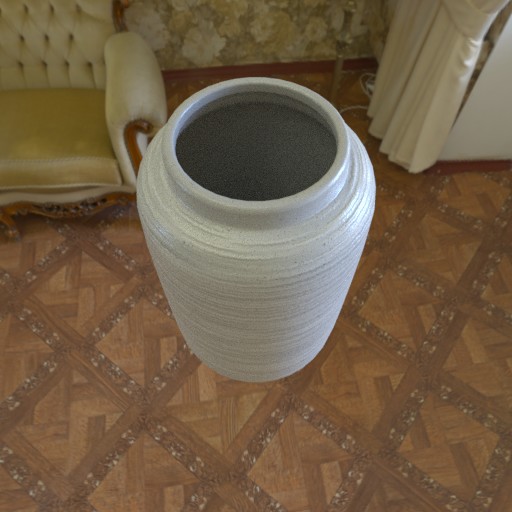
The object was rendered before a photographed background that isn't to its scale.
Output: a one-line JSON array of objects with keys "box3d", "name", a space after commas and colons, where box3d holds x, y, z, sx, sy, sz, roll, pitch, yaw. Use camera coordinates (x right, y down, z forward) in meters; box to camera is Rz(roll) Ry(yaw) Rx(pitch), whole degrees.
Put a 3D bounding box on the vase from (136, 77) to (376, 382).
[{"box3d": [0.000, 0.000, 0.466, 0.202, 0.335, 0.202, 0, 58, 0], "name": "vase"}]
